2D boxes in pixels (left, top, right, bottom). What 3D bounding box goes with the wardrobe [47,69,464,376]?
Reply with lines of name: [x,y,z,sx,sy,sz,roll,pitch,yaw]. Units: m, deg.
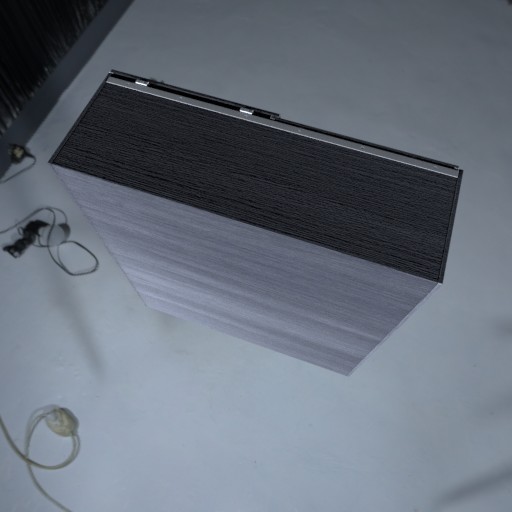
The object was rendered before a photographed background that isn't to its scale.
wardrobe: [0.000,0.000,2.879,1.780,1.960,0.629,18,66,8]
